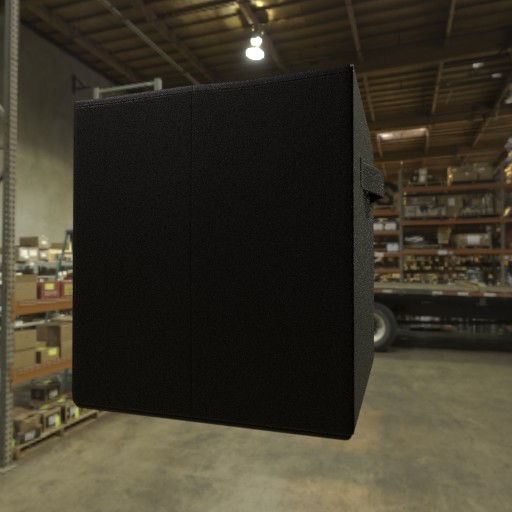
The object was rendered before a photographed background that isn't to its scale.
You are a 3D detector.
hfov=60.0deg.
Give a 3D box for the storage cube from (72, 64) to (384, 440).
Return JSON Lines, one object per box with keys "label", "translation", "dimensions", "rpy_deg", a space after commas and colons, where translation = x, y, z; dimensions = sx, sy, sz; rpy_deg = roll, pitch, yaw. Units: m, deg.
{"label": "storage cube", "translation": [0.000, 0.000, 0.487], "dimensions": [0.270, 0.280, 0.270], "rpy_deg": [0, -1, 18]}
